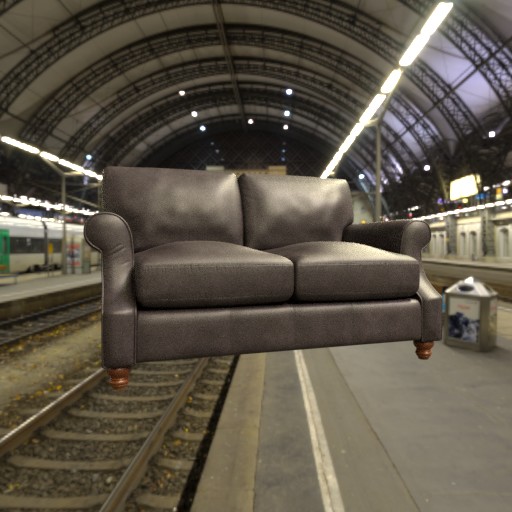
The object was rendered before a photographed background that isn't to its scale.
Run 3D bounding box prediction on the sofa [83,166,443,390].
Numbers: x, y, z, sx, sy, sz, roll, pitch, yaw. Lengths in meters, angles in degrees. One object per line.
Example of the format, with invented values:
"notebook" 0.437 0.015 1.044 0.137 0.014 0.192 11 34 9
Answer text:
"sofa" 0.000 0.000 2.314 1.663 0.979 1.030 0 1 -19
